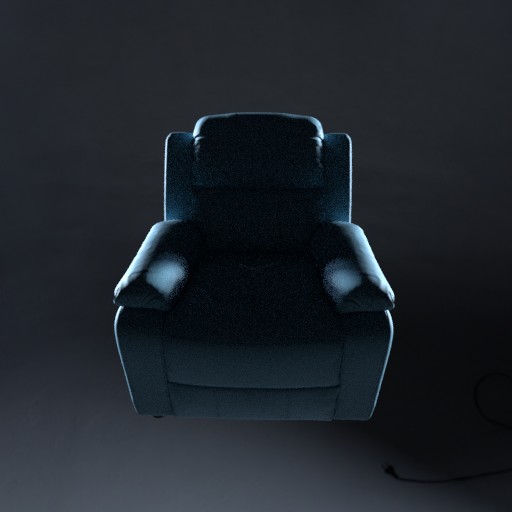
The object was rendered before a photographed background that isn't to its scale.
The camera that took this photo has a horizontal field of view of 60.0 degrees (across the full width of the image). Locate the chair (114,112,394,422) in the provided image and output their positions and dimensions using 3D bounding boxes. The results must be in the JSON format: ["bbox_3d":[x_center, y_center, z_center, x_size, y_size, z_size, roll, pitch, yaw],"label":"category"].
[{"bbox_3d":[0.000,0.000,1.305,0.680,0.702,0.709,1,29,1],"label":"chair"}]
